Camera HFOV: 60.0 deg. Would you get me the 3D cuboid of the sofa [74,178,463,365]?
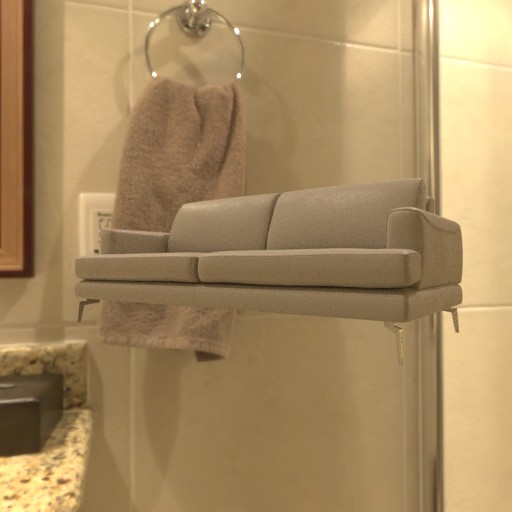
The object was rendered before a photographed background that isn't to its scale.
[{"bbox_3d":[0.000,0.000,2.411,1.940,0.765,0.974,-1,-1,36],"label":"sofa"}]
